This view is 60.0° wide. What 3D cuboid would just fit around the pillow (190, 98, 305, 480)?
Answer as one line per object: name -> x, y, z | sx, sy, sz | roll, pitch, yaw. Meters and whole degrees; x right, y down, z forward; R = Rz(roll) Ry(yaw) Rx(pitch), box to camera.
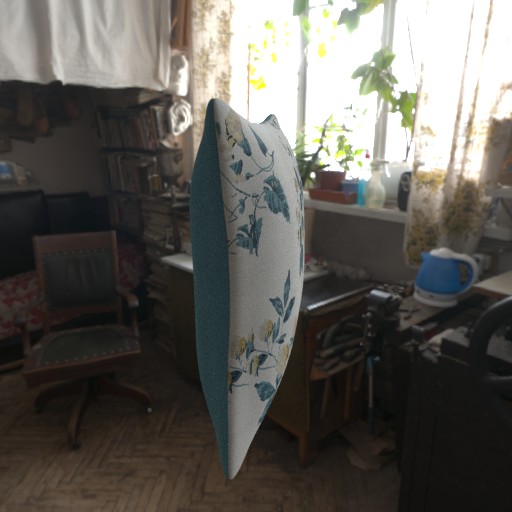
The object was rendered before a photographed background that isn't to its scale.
pillow -> 0.000, 0.000, 0.798 | 0.166, 0.507, 0.526 | 3, 16, 9
